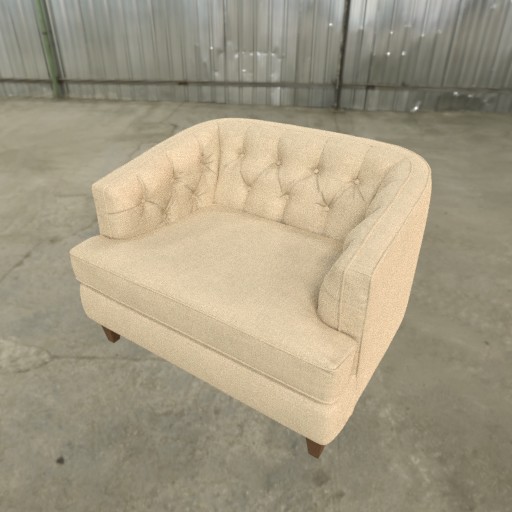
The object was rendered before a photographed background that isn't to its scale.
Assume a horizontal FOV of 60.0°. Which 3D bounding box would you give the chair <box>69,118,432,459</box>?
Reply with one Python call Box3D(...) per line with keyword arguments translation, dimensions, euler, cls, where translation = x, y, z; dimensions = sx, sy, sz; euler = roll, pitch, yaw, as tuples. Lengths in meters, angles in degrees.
Box3D(translation=(0.000, 0.000, 1.723), dimensions=(1.118, 0.787, 0.914), euler=(19, 37, 28), cls="chair")
